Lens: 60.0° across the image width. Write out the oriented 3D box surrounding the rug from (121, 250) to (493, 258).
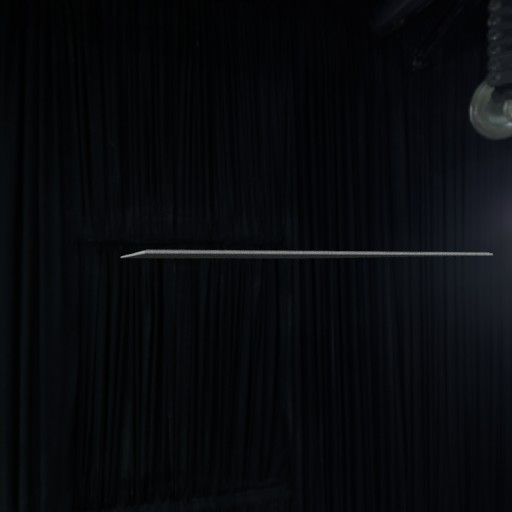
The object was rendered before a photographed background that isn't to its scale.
[{"bbox_3d":[0.000,0.000,2.877,1.608,0.014,2.213,0,-1,-19],"label":"rug"}]
